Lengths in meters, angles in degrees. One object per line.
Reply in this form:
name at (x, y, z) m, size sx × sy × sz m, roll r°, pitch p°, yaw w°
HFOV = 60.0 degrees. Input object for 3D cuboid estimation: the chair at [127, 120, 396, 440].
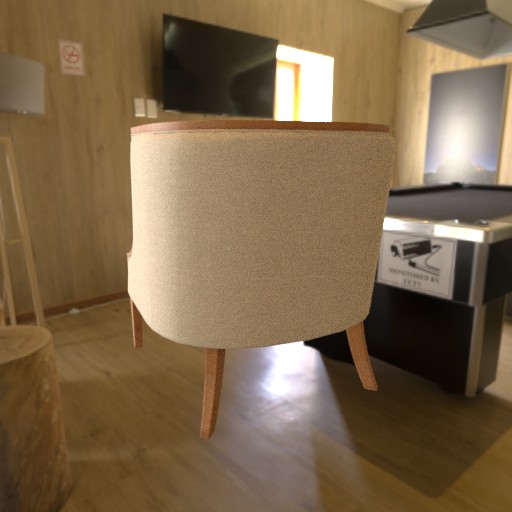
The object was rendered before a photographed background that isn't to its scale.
chair at (0.000, 0.000, 1.398) m, size 0.711 × 0.775 × 0.757 m, roll -6°, pitch 15°, yaw -25°
